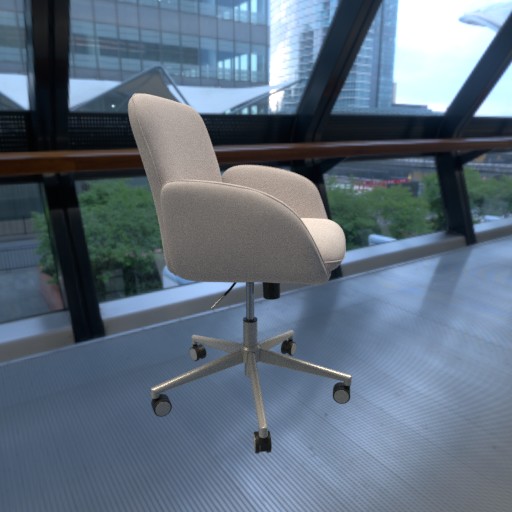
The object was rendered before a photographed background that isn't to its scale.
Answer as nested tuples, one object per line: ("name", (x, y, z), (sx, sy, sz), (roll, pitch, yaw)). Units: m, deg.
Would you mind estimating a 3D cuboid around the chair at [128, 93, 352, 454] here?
("chair", (0.000, 0.000, 1.398), (0.633, 0.959, 0.648), (3, 15, 11))
